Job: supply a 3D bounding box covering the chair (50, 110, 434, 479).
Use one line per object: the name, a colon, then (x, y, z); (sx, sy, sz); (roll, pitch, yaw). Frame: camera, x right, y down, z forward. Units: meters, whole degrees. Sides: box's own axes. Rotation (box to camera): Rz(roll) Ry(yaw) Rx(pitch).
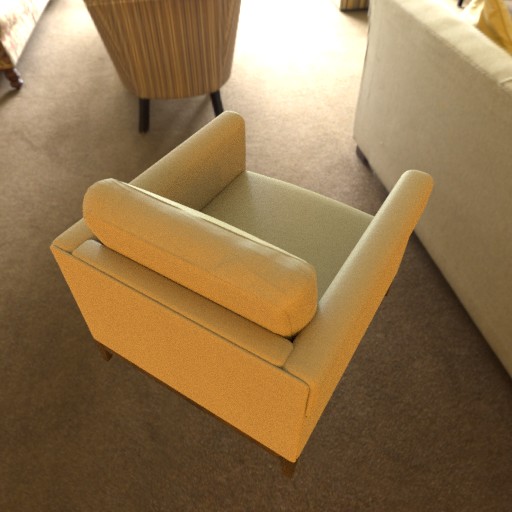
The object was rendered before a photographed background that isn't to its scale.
chair: (0.000, 0.000, 1.617); (0.914, 0.838, 0.959); (24, 51, 21)
